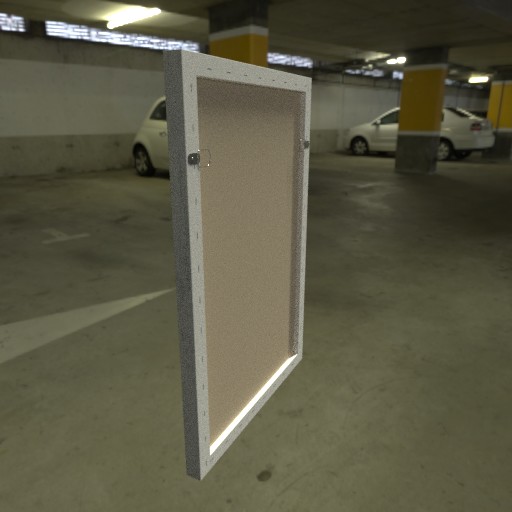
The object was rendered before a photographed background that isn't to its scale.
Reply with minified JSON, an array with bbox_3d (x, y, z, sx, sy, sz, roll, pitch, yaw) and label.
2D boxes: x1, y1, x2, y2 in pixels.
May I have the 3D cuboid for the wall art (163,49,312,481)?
[{"bbox_3d":[0.000,0.000,1.163,0.043,0.914,0.624,9,19,26],"label":"wall art"}]
